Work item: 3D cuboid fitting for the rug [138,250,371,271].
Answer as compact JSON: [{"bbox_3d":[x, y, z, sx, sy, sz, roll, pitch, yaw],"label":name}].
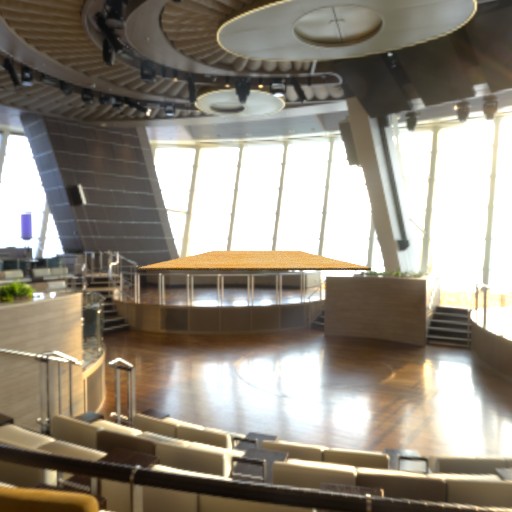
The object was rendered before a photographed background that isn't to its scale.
[{"bbox_3d":[0.000,0.000,2.656,0.775,0.010,2.438,0,2,0],"label":"rug"}]
